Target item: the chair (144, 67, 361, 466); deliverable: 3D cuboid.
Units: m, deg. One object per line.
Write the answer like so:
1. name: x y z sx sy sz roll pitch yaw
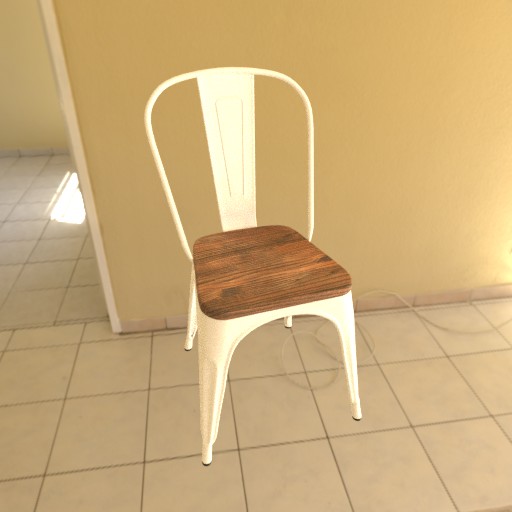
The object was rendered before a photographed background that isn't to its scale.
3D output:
1. chair: 0.000 0.000 1.161 0.452 0.851 0.521 -10 32 -16
